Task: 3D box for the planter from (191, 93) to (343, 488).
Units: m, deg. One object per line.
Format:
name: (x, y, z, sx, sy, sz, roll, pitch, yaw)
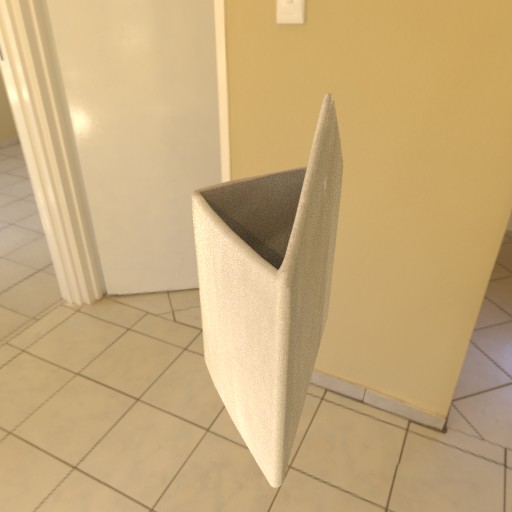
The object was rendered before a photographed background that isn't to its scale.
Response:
planter: (0.000, 0.000, 0.271, 0.080, 0.194, 0.163, 9, 32, 15)
